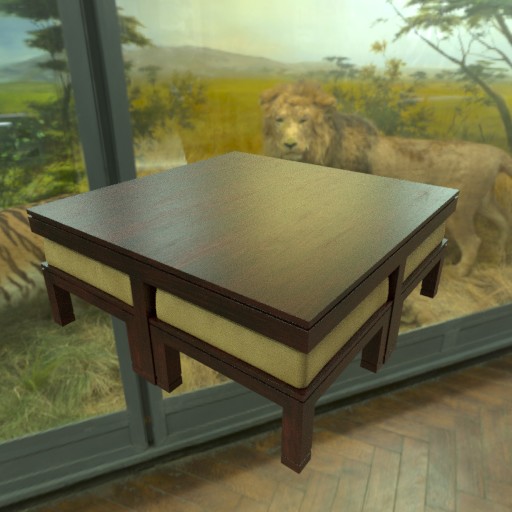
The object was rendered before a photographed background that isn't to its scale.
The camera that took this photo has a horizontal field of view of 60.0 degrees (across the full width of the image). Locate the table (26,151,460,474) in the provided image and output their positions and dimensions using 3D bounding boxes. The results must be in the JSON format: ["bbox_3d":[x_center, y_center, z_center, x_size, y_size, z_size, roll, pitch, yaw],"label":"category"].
[{"bbox_3d":[0.000,0.000,1.320,0.865,0.356,0.865,18,31,33],"label":"table"}]
